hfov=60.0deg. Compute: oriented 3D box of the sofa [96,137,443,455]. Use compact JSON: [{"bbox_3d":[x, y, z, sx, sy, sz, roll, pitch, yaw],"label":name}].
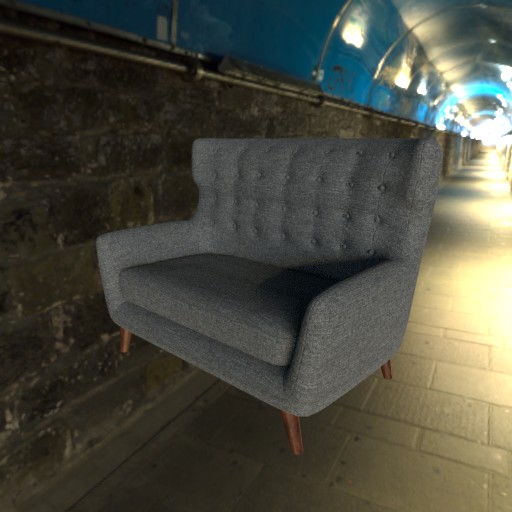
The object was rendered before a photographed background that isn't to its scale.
[{"bbox_3d":[0.000,0.000,1.995,1.358,1.028,0.874,13,20,41],"label":"sofa"}]
